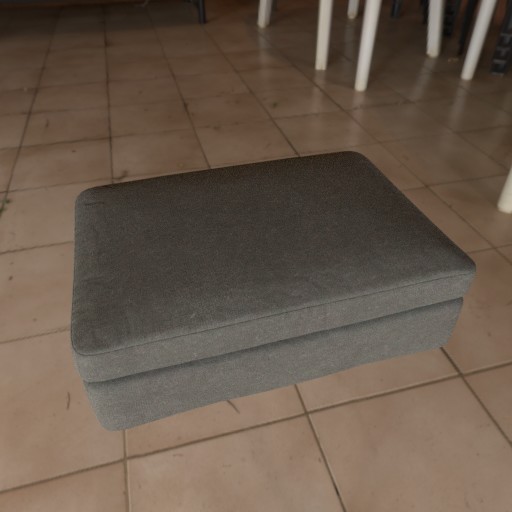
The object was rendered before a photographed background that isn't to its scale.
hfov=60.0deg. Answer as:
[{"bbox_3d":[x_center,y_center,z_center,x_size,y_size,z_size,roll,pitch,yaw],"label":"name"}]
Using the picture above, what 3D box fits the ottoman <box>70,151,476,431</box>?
[{"bbox_3d":[0.000,0.000,1.573,1.199,0.429,0.840,-11,41,-12],"label":"ottoman"}]
